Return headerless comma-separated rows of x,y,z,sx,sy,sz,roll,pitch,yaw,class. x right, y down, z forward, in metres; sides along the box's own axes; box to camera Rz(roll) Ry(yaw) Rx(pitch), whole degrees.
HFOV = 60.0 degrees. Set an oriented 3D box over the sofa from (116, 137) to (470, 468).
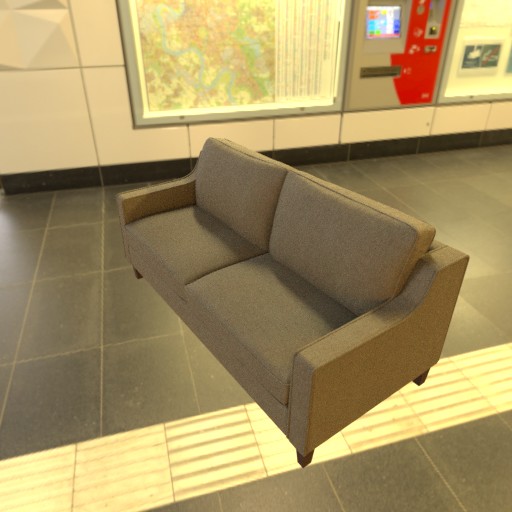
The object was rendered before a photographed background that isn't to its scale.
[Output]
0.000,0.000,2.857,1.073,1.074,2.181,-20,37,-30,sofa
